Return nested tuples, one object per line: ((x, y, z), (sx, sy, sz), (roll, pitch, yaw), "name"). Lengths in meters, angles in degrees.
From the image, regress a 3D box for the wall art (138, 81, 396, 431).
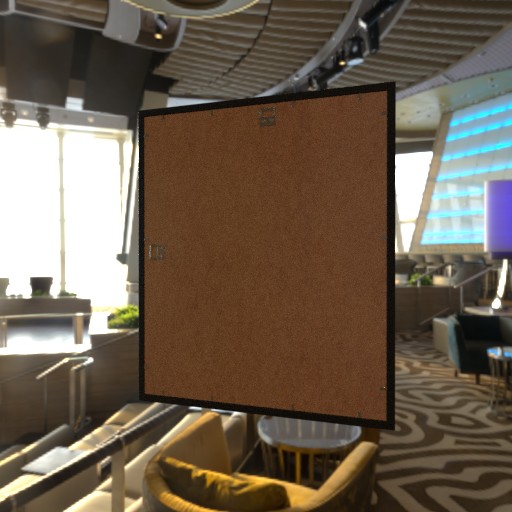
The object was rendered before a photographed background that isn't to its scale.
((0.000, 0.000, 0.931), (0.559, 0.660, 0.018), (0, 0, 18), "wall art")
